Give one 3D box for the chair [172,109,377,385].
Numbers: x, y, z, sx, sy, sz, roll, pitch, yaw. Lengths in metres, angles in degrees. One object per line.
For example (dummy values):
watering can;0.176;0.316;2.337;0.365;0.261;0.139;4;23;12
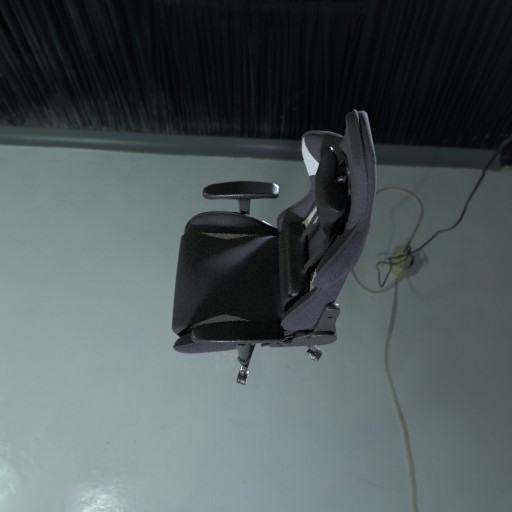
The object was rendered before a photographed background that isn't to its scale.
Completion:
chair;0.000;0.000;1.747;0.695;1.300;0.730;0;58;0
